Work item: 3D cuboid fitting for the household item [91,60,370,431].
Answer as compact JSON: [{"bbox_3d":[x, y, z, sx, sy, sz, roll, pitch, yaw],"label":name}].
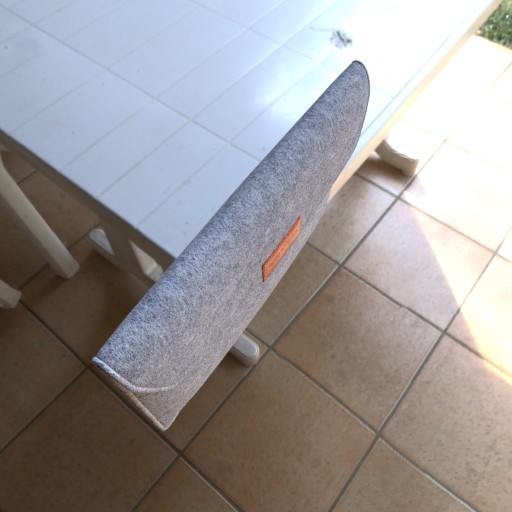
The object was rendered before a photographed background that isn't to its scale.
[{"bbox_3d":[0.000,0.000,0.421,0.057,0.221,0.335,29,63,17],"label":"household item"}]
